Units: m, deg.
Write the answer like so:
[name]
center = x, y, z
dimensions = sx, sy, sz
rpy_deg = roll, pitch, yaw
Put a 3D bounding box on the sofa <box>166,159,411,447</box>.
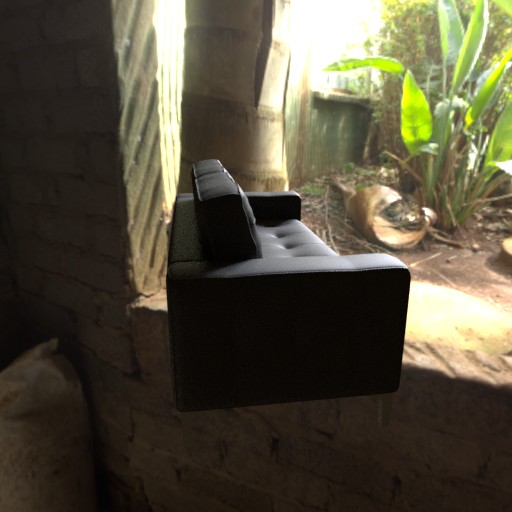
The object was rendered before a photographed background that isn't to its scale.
[sofa]
center = 0.000, 0.000, 2.277
dimensions = 0.833, 0.893, 1.726
rpy_deg = -3, 17, -8
